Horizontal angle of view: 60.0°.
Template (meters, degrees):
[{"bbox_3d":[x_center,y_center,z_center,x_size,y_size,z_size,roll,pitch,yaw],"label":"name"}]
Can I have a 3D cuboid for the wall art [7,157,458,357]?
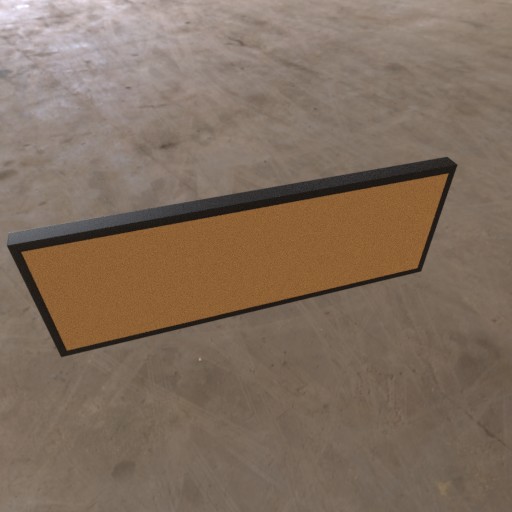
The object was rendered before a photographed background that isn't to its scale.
[{"bbox_3d":[0.000,0.000,0.930,0.860,0.303,0.037,-12,43,-13],"label":"wall art"}]
